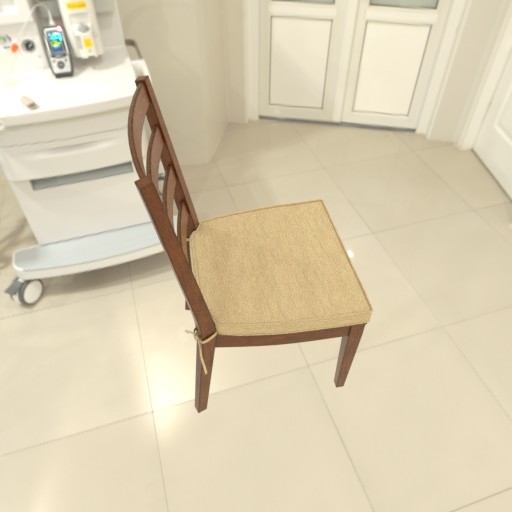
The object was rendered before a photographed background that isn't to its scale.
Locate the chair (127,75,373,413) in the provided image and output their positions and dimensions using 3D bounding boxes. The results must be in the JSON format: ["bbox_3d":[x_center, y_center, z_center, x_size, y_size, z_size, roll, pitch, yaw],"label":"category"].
[{"bbox_3d":[0.000,0.000,1.391,0.595,0.979,0.593,-8,46,-7],"label":"chair"}]
